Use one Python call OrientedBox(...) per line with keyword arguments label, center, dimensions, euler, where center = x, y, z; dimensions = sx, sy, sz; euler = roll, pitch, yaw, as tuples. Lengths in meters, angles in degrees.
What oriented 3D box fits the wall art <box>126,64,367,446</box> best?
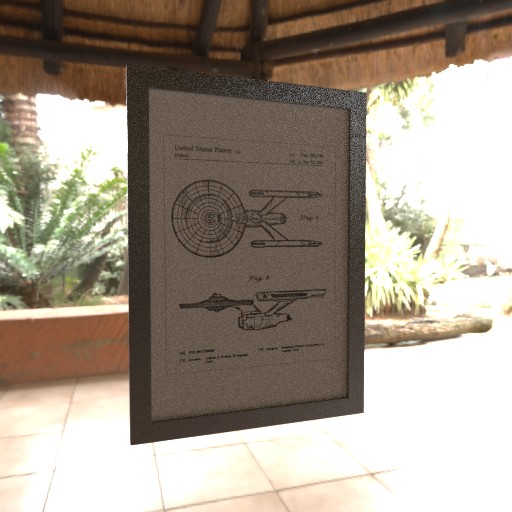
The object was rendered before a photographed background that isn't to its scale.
OrientedBox(label="wall art", center=(0.000, 0.000, 0.678), dimensions=(0.376, 0.529, 0.013), euler=(-1, 2, -18))
